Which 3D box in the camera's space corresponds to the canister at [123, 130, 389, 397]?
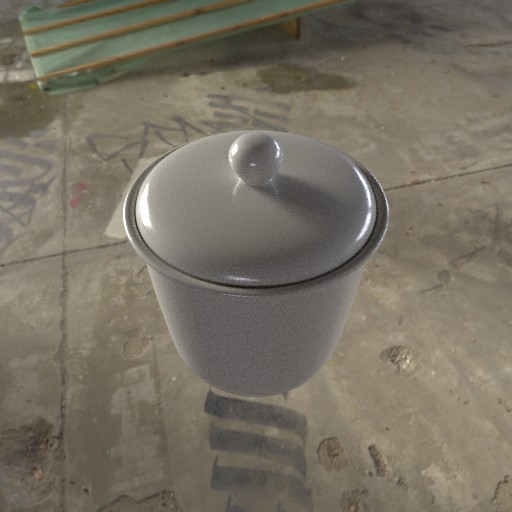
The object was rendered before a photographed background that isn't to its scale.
[{"bbox_3d":[0.000,0.000,0.350,0.182,0.208,0.182,0,45,0],"label":"canister"}]
